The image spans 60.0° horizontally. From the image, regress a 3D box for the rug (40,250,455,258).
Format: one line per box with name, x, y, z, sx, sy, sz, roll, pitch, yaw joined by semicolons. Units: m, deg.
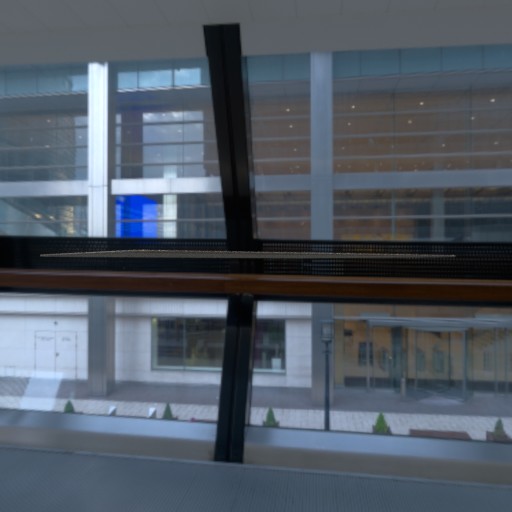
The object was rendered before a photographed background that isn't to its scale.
rug;0.000;0.000;2.270;1.783;0.008;1.175;1;-1;-38
